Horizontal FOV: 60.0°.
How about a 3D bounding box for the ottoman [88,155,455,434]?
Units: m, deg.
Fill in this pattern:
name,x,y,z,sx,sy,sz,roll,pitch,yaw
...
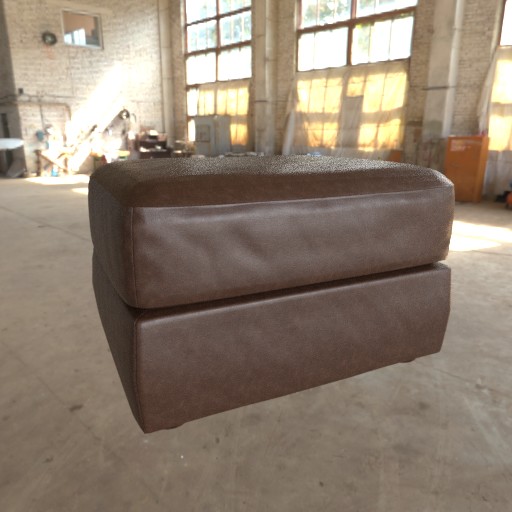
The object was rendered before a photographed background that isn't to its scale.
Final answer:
name,x,y,z,sx,sy,sz,roll,pitch,yaw
ottoman,0.000,0.000,1.108,0.751,0.476,0.603,-7,17,-24
